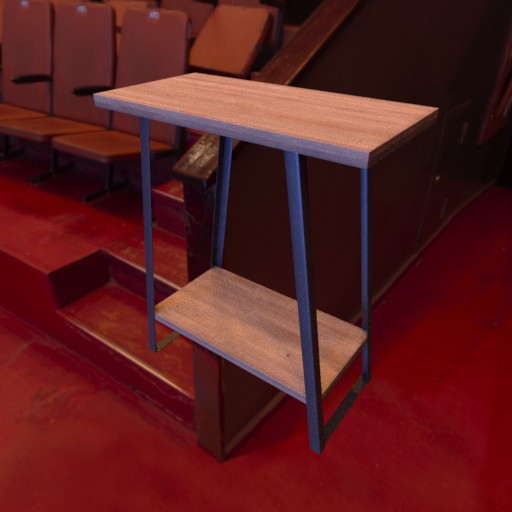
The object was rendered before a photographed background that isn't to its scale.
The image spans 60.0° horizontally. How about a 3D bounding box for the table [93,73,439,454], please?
[{"bbox_3d":[0.000,0.000,1.032,0.599,0.701,0.300,21,38,30],"label":"table"}]
